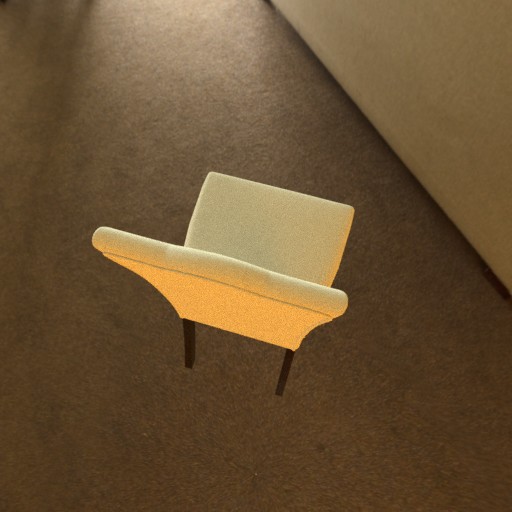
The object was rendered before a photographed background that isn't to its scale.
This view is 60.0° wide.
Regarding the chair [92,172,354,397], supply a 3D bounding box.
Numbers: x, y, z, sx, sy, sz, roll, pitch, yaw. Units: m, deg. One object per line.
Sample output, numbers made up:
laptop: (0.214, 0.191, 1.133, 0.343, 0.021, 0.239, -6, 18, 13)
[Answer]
chair: (0.000, 0.000, 1.322, 0.518, 0.946, 0.589, 15, 65, 7)
